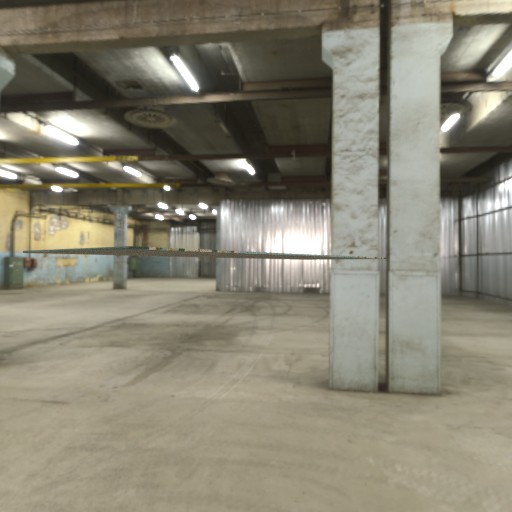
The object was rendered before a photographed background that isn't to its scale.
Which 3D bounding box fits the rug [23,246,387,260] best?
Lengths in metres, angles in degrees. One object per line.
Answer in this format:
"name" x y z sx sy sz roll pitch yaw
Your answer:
"rug" 0.000 0.000 2.708 0.744 0.010 2.441 -1 -2 37
